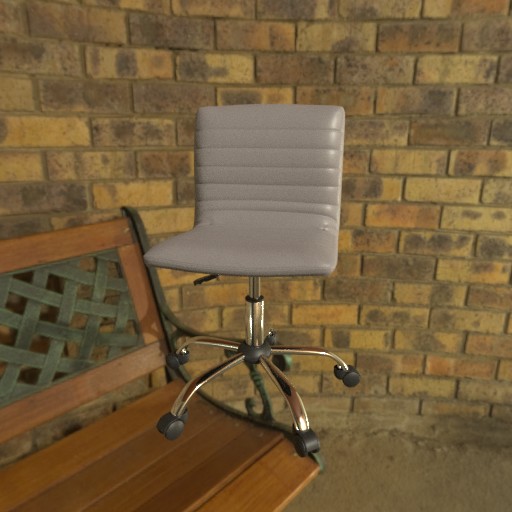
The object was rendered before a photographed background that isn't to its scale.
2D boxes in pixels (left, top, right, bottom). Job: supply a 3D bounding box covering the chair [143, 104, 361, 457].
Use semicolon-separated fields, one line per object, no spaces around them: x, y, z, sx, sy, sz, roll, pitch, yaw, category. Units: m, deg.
0.000;0.000;1.125;0.569;0.750;0.542;3;16;10;chair
